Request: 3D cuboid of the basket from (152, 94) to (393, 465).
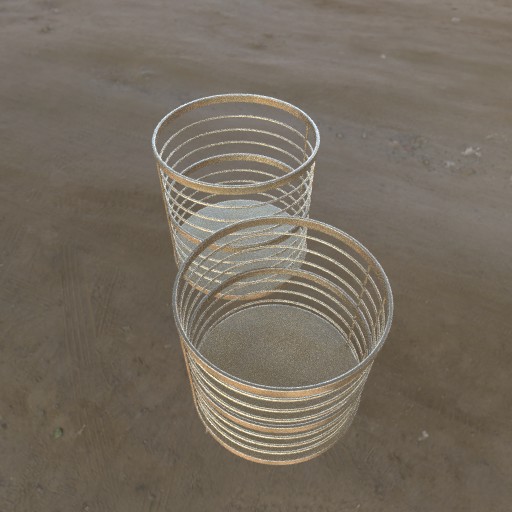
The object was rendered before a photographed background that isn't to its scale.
[{"bbox_3d":[0.000,0.000,0.946,0.356,0.351,0.746,-9,48,-8],"label":"basket"}]
